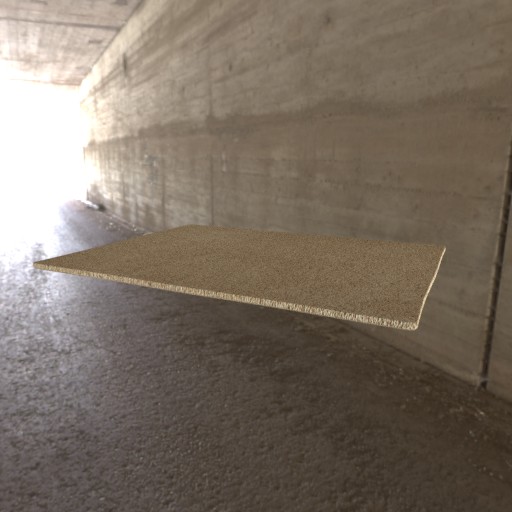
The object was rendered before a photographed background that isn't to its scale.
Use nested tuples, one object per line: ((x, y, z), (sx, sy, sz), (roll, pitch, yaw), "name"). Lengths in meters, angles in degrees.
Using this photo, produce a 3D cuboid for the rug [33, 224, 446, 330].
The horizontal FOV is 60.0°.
((0.000, 0.000, 2.113), (1.600, 0.025, 1.199), (6, 15, 26), "rug")
